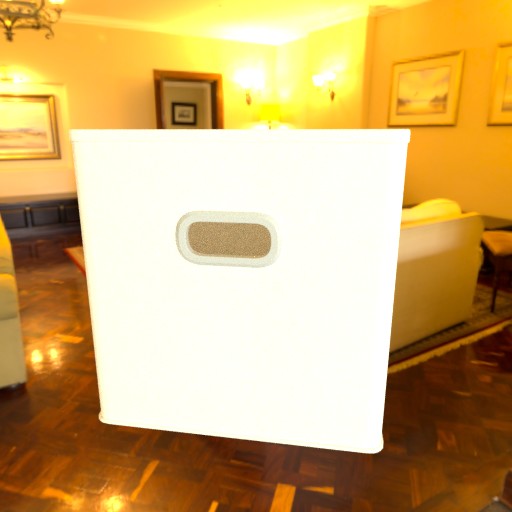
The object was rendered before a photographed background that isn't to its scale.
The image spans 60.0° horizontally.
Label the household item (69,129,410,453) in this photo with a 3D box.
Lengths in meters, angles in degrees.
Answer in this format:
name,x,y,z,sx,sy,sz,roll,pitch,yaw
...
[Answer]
name,x,y,z,sx,sy,sz,roll,pitch,yaw
household item,0.000,0.000,0.556,0.305,0.305,0.305,3,16,9
